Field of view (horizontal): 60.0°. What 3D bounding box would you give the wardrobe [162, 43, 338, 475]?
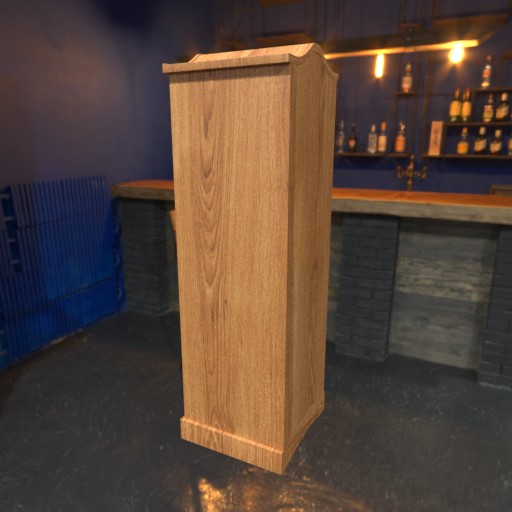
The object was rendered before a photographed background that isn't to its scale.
[{"bbox_3d":[0.000,0.000,2.176,0.570,1.870,0.590,7,16,27],"label":"wardrobe"}]
